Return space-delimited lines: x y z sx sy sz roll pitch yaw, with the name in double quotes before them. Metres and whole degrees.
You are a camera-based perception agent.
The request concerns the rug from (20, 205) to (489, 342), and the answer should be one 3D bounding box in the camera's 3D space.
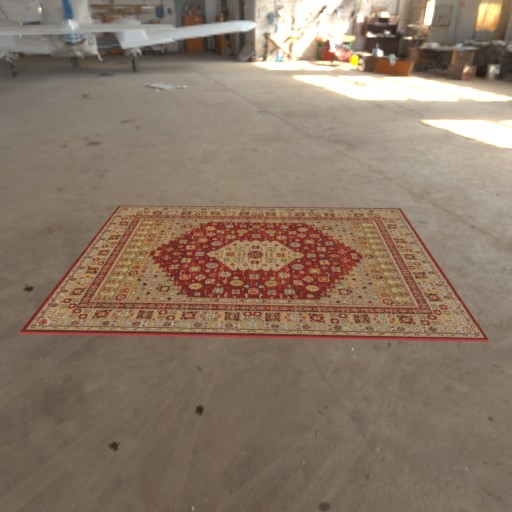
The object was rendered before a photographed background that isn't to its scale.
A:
"rug" 0.000 0.000 2.783 2.211 0.013 1.593 1 29 1
